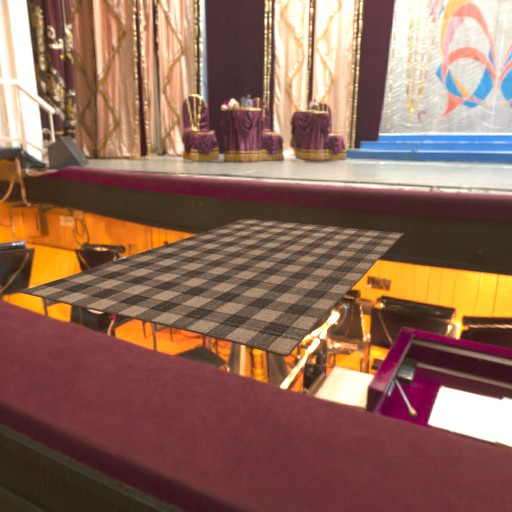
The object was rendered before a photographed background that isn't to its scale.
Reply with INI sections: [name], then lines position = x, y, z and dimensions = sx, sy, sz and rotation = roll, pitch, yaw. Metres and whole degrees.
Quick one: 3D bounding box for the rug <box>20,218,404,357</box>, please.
[rug]
position = 0.000, 0.000, 3.048
dimensions = 1.554, 0.011, 2.476
rotation = 8, 17, 26
